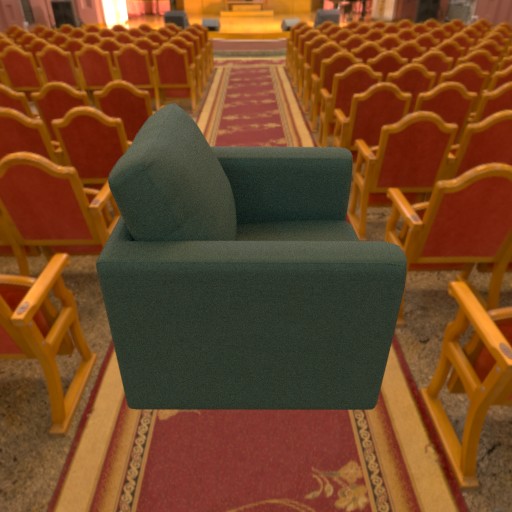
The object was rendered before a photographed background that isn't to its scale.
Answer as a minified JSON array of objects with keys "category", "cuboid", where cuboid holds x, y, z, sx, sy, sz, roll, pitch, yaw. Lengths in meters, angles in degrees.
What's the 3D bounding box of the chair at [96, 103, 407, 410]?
[{"category":"chair","cuboid":[0.000,0.000,1.546,0.800,0.927,0.855,0,33,0]}]
